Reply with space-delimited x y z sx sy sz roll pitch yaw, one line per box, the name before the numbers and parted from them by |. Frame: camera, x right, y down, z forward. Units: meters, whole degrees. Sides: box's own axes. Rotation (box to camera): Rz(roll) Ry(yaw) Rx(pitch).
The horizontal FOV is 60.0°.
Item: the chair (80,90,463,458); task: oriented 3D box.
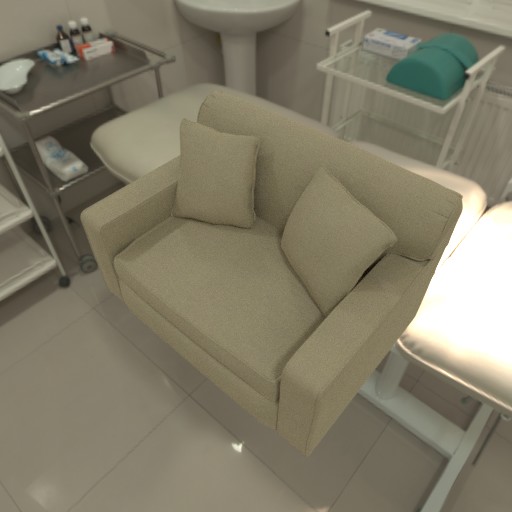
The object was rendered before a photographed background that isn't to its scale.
chair | 0.000 0.000 2.094 1.383 0.948 1.000 32 54 27
